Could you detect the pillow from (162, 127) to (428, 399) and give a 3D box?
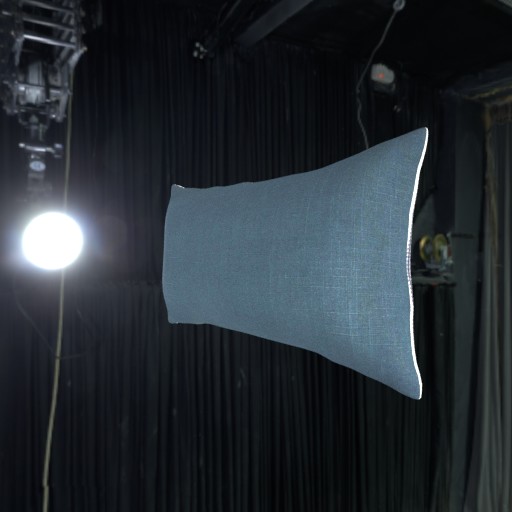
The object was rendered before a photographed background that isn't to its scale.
[{"bbox_3d":[0.000,0.000,0.720,0.151,0.305,0.609,0,1,-37],"label":"pillow"}]
